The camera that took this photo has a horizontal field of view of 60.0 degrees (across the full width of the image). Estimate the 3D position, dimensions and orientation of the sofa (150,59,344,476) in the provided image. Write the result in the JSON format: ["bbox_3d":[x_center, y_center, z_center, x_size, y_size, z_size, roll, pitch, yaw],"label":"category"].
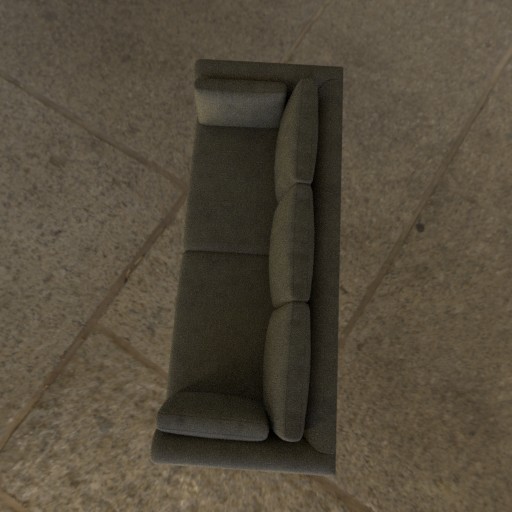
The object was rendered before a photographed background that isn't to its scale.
[{"bbox_3d":[0.000,0.000,2.854,0.969,0.867,2.415,4,76,1],"label":"sofa"}]
